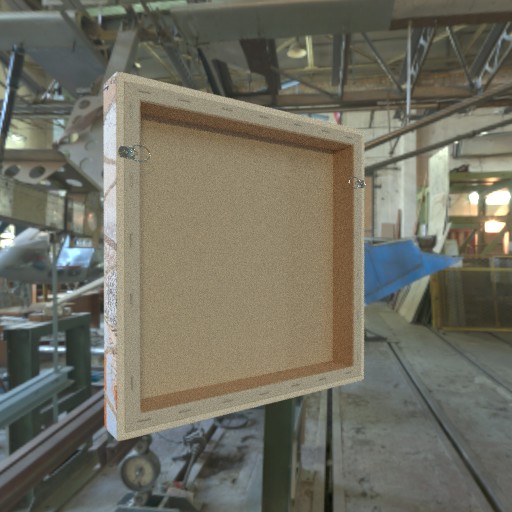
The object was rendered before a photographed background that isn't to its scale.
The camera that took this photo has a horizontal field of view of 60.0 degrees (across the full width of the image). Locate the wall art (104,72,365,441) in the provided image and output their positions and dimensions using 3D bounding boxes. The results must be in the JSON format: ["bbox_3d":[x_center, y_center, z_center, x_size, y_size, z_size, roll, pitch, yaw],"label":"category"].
[{"bbox_3d":[0.000,0.000,0.463,0.303,0.304,0.036,0,1,-36],"label":"wall art"}]
